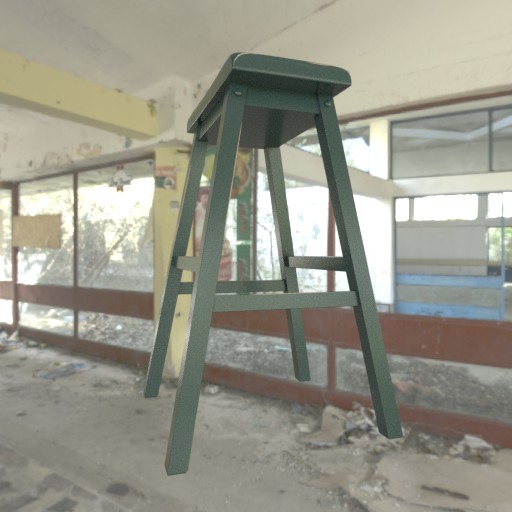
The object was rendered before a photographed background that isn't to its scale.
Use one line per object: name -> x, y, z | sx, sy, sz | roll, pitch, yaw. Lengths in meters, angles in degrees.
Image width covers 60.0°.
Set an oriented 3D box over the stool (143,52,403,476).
stool -> 0.000, 0.000, 1.037 | 0.476, 0.737, 0.457 | 0, 0, -19
